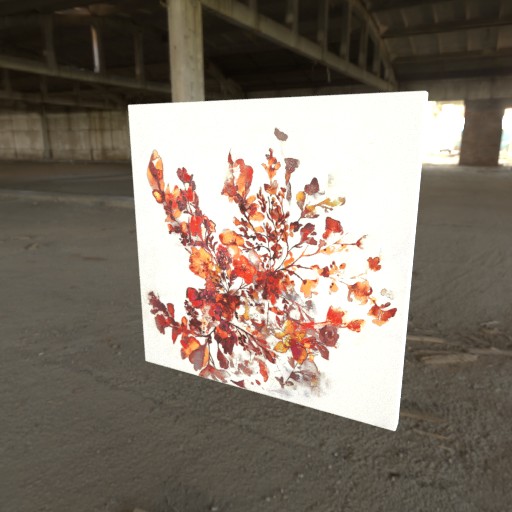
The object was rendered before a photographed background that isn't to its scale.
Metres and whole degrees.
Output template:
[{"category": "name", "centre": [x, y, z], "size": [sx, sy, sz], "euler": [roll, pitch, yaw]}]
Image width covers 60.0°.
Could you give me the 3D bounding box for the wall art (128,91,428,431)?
[{"category": "wall art", "centre": [0.000, 0.000, 1.133], "size": [0.757, 0.757, 0.037], "euler": [7, 16, 26]}]
